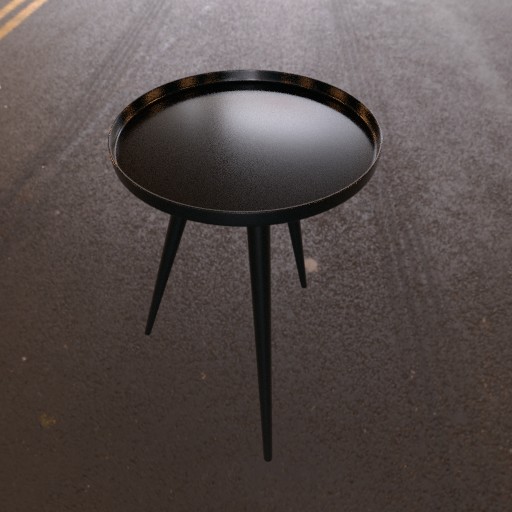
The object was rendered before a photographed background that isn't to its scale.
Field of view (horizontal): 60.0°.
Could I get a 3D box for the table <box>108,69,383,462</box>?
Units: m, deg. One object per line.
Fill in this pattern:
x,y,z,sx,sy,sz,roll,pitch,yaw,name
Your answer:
0.000,0.000,0.816,0.403,0.548,0.415,33,54,28,table
